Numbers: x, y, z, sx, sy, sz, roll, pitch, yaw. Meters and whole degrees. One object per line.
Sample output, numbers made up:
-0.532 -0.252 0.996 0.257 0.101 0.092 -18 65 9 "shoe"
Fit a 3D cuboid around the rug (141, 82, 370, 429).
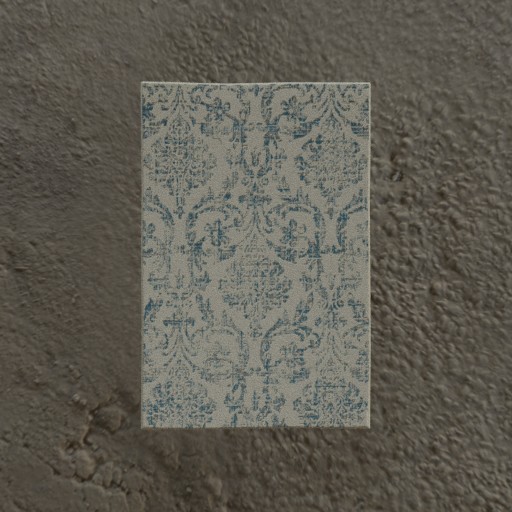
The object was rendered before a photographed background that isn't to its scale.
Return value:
0.000 0.000 2.341 1.213 0.012 1.831 0 90 -1 "rug"
